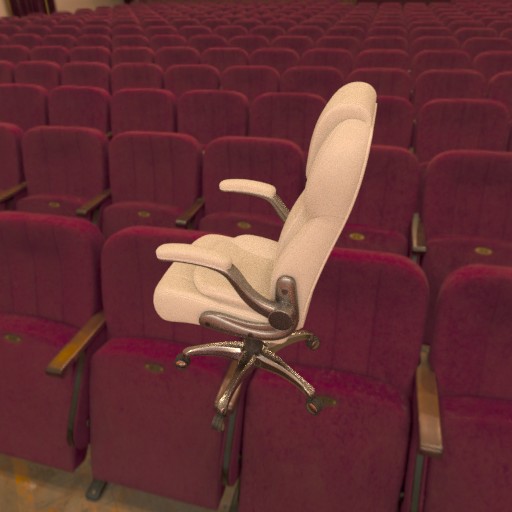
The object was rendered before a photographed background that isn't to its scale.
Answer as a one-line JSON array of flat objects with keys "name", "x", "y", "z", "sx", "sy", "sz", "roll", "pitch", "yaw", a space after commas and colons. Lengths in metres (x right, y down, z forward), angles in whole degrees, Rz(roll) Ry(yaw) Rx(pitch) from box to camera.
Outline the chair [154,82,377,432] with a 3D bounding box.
[{"name": "chair", "x": 0.000, "y": 0.000, "z": 1.825, "sx": 0.806, "sy": 1.330, "sz": 0.755, "roll": 8, "pitch": 31, "yaw": 13}]
